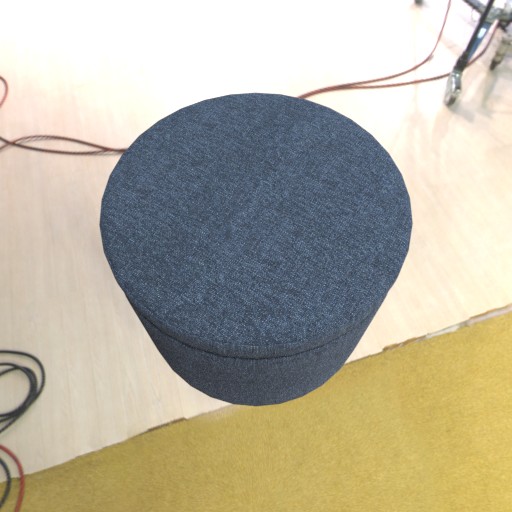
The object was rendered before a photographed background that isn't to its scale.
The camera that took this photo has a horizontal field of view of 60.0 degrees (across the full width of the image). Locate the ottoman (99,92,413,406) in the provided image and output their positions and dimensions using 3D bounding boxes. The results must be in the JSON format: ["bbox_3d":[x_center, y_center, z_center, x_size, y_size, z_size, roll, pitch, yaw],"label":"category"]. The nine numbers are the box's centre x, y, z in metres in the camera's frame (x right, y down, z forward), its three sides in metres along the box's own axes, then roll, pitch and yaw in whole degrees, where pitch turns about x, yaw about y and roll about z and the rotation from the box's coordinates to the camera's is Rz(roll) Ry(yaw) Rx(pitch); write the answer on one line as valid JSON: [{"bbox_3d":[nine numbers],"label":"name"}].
[{"bbox_3d":[0.000,0.000,0.873,0.500,0.419,0.500,0,60,0],"label":"ottoman"}]
